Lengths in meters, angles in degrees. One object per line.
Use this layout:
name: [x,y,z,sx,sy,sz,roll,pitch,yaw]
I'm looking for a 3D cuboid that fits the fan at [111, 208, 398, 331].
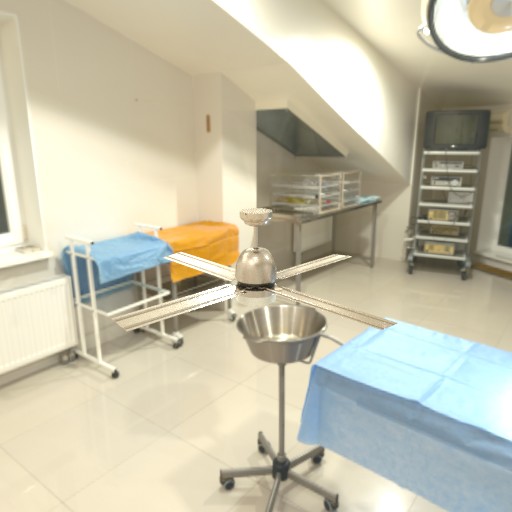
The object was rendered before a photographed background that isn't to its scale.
fan: [0.000,0.000,1.977,1.346,0.406,1.346,14,21,42]
